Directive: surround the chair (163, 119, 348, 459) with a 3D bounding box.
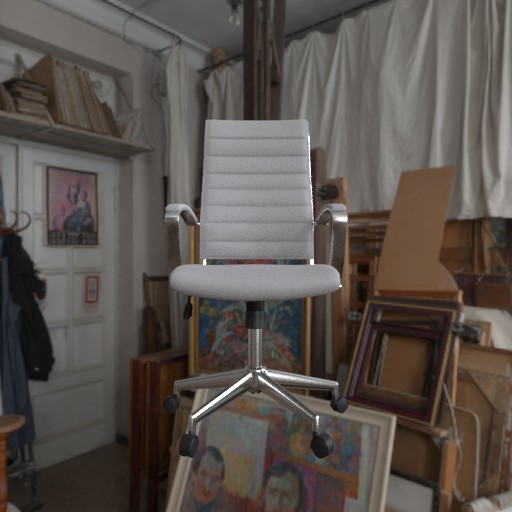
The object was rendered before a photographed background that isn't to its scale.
[{"bbox_3d":[0.000,0.000,1.569,0.679,1.149,0.667,0,0,0],"label":"chair"}]
